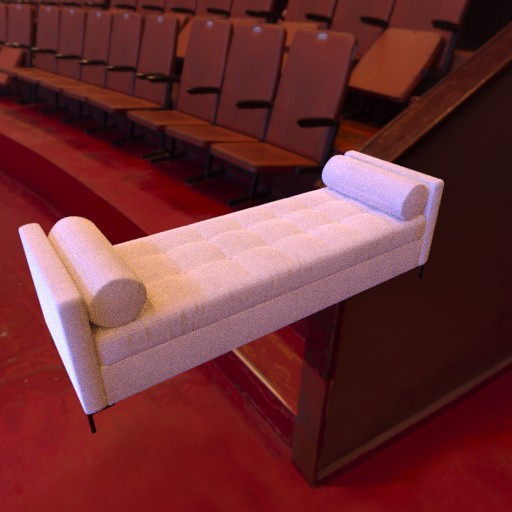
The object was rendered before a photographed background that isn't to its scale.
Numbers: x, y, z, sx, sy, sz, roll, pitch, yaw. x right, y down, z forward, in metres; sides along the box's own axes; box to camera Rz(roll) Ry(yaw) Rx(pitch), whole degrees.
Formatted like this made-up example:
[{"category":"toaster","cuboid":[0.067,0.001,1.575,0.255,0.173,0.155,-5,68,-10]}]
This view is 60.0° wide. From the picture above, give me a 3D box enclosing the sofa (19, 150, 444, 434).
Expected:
[{"category":"sofa","cuboid":[0.000,0.000,2.262,1.981,0.635,0.686,-19,35,-29]}]
